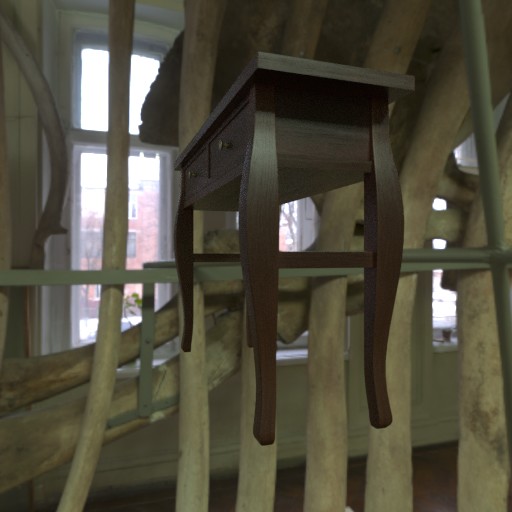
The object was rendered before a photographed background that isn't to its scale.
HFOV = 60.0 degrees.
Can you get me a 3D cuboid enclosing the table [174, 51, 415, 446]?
[{"bbox_3d":[0.000,0.000,1.391,0.373,0.768,1.062,0,0,-19],"label":"table"}]
